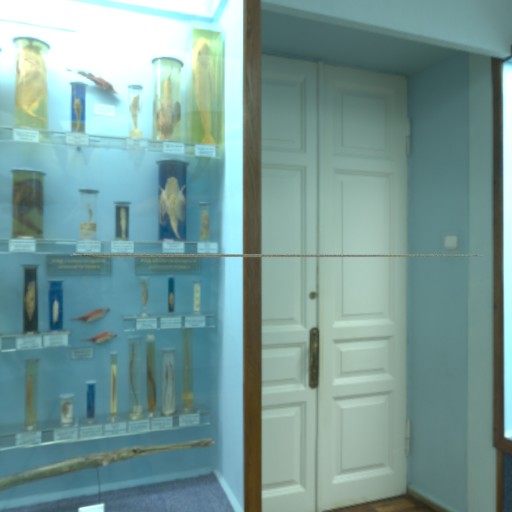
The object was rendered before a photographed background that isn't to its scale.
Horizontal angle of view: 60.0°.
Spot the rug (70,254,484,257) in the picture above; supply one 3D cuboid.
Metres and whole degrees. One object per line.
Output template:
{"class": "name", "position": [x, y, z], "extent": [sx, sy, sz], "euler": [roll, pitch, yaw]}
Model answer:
{"class": "rug", "position": [0.000, 0.000, 4.186], "extent": [3.043, 0.013, 2.444], "euler": [0, 0, -18]}
